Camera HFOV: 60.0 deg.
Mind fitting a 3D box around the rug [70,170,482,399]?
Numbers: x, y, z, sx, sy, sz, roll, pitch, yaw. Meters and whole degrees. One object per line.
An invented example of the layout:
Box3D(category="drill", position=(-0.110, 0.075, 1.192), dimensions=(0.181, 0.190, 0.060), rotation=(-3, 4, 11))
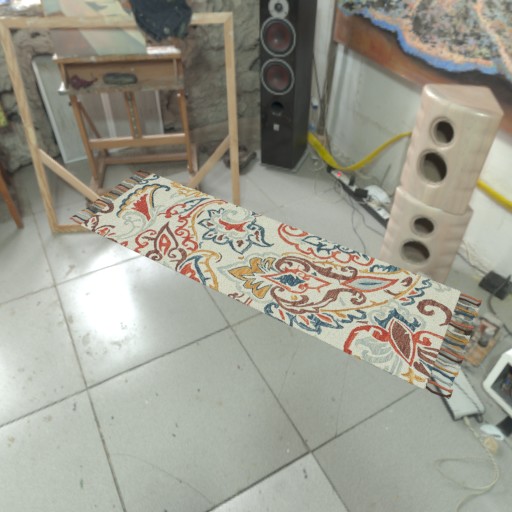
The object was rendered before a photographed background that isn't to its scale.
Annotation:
Box3D(category="rug", position=(0.000, 0.000, 2.901), dimensions=(2.682, 0.015, 0.763), rotation=(23, 49, 22))
